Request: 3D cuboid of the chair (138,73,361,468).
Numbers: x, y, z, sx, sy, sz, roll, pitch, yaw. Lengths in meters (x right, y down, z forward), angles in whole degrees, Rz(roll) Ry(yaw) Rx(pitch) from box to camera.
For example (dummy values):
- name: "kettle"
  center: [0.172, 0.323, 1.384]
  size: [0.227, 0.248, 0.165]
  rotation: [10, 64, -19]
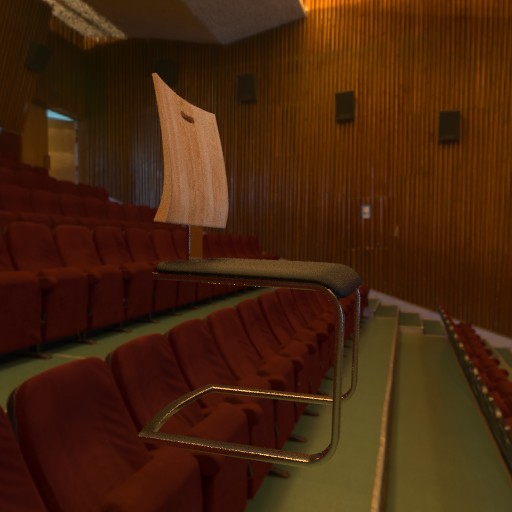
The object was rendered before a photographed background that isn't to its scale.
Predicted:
- name: "chair"
  center: [0.000, 0.000, 1.252]
  size: [0.560, 0.936, 0.462]
  rotation: [0, 1, 18]
